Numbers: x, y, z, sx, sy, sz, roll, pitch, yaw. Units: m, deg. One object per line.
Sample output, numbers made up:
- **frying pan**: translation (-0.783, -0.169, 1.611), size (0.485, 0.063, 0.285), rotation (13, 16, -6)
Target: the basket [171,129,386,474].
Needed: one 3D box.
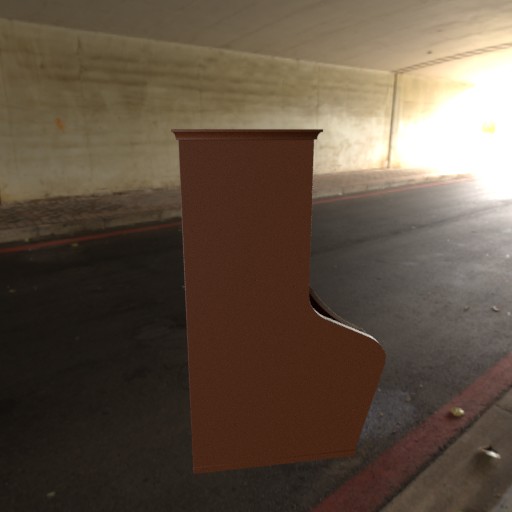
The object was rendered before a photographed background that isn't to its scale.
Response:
- **basket**: translation (0.000, 0.000, 1.142), size (0.376, 0.625, 0.792), rotation (-2, 16, -8)
